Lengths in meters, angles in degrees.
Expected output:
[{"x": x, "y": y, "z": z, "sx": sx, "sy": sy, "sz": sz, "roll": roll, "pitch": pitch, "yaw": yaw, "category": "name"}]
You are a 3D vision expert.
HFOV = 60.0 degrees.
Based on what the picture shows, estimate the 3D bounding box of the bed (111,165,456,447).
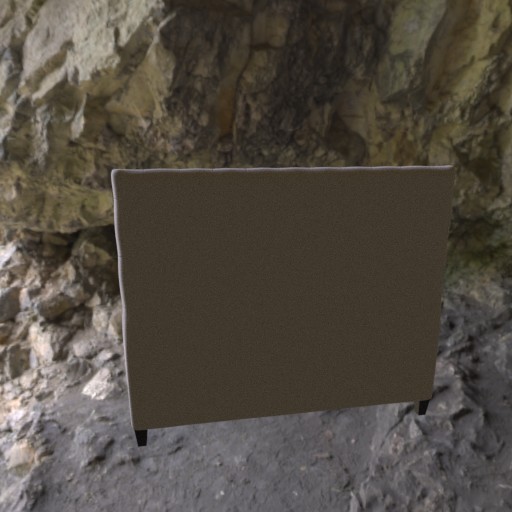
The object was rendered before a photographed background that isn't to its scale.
[{"x": 0.000, "y": 0.000, "z": 3.308, "sx": 1.696, "sy": 1.426, "sz": 2.233, "roll": -3, "pitch": 15, "yaw": -10, "category": "bed"}]
